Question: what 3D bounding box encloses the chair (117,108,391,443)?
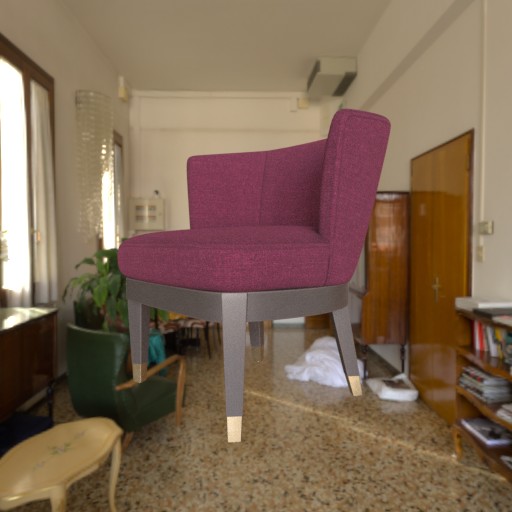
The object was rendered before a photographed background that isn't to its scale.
[{"bbox_3d":[0.000,0.000,1.270,0.660,0.760,0.700,-1,2,-37],"label":"chair"}]
